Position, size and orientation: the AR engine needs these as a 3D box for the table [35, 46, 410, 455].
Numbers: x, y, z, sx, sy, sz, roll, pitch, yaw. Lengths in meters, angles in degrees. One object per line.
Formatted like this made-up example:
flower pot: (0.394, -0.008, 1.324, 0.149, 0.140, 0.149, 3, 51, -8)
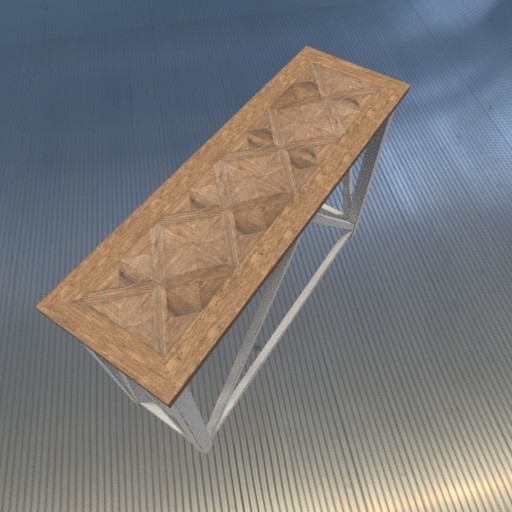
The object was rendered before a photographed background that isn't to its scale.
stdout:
table: (0.000, 0.000, 1.792, 0.450, 0.930, 1.400, 29, 62, 17)
